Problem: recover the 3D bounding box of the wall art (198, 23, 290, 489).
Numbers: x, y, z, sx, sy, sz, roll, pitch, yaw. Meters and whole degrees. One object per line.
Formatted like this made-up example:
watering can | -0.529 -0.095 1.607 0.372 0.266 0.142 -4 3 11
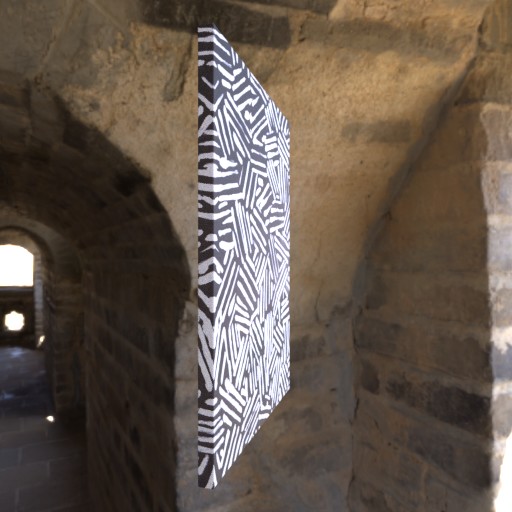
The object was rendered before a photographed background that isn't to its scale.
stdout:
wall art | 0.000 0.000 1.334 0.038 1.017 0.765 0 0 17
